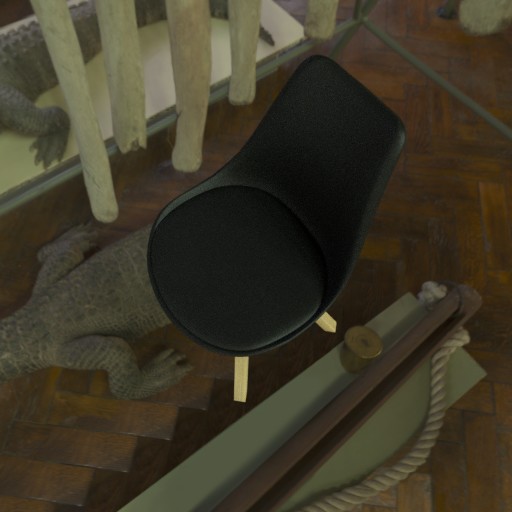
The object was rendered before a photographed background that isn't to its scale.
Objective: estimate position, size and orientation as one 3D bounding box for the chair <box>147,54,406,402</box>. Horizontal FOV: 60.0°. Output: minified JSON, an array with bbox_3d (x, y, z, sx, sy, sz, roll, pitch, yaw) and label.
[{"bbox_3d":[0.000,0.000,1.165,0.549,0.850,0.485,-34,69,-15],"label":"chair"}]
